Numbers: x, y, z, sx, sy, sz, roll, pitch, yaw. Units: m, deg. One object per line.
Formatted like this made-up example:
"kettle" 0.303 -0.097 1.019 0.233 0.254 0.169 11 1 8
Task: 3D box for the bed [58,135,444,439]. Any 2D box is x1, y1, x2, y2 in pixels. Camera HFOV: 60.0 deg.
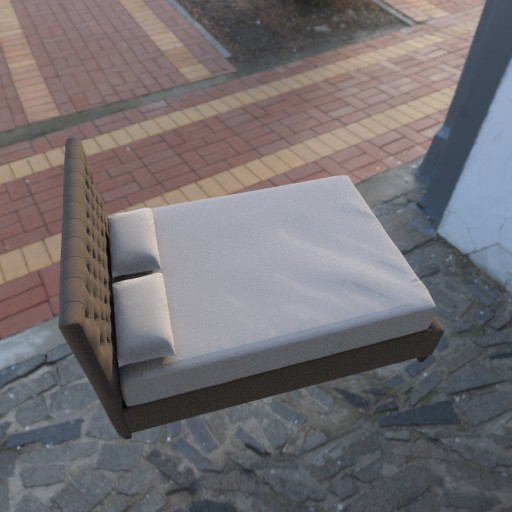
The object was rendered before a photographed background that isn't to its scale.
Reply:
"bed" 0.000 0.000 3.323 2.387 1.427 1.698 -11 48 -10
